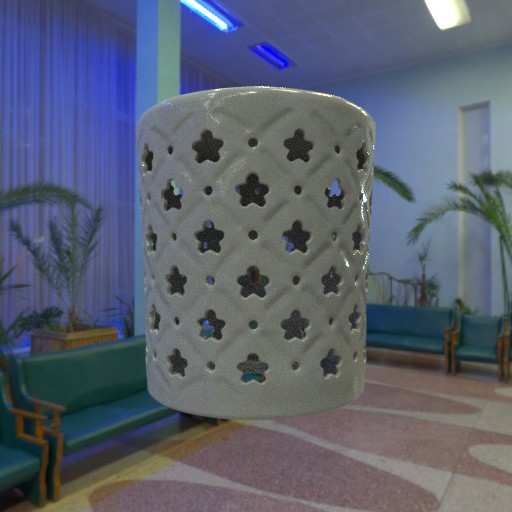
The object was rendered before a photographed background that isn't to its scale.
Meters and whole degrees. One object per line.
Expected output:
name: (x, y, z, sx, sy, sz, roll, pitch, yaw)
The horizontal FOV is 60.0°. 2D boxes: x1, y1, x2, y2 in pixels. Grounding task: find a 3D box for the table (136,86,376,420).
table: (0.000, 0.000, 0.669, 0.352, 0.387, 0.352, 0, -1, 0)
